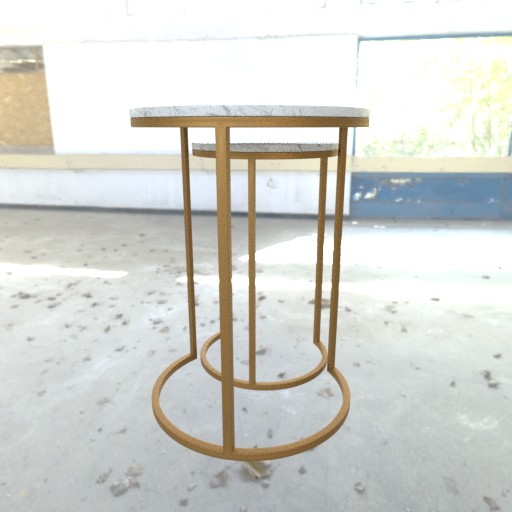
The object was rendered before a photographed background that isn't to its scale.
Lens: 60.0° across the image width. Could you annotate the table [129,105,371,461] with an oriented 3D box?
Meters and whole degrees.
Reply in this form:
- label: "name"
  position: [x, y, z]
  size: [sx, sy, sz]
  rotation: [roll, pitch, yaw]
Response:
- label: "table"
  position: [0.000, 0.000, 0.886]
  size: [0.400, 0.550, 0.507]
  rotation: [3, 17, 10]
